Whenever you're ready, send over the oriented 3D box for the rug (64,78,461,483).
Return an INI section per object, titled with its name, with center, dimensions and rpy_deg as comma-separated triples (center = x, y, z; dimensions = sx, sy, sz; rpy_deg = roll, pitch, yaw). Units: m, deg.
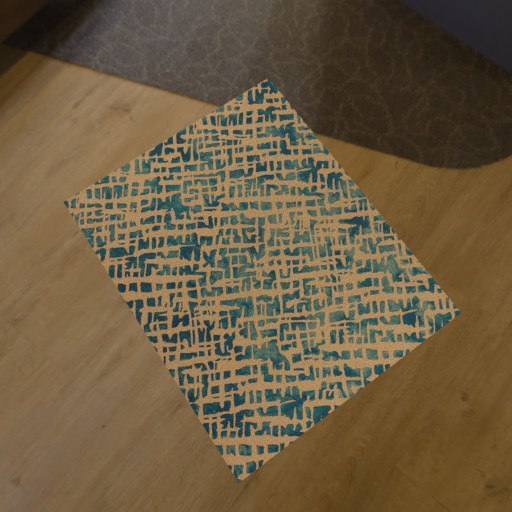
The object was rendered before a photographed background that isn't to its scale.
[rug]
center = 0.000, 0.000, 4.132
dimensions = 2.435, 0.007, 3.007
rpy_deg = -34, 78, -8
